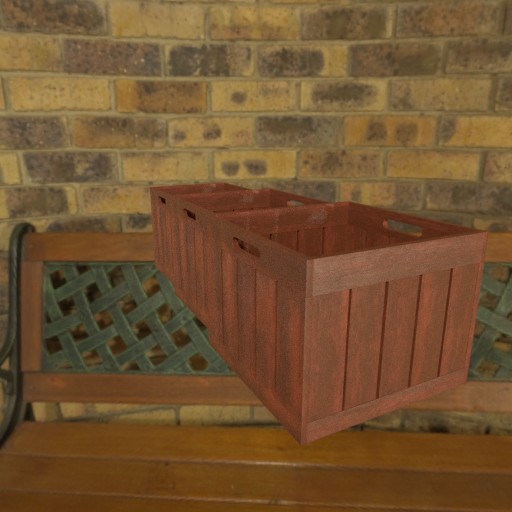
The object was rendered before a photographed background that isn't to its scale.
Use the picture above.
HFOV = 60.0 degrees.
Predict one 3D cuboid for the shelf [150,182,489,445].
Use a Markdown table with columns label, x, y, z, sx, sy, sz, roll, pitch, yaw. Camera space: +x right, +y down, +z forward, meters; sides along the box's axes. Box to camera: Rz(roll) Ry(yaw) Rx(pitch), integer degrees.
| label | x | y | z | sx | sy | sz | roll | pitch | yaw |
| --- | --- | --- | --- | --- | --- | --- | --- | --- | --- |
| shelf | 0.000 | 0.000 | 1.209 | 0.393 | 0.311 | 1.064 | -8 | 18 | -26 |
